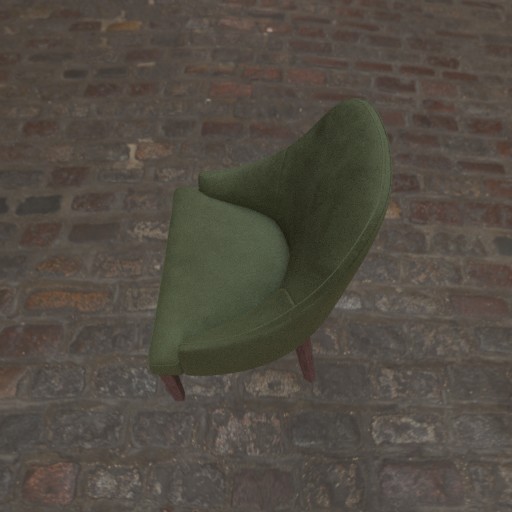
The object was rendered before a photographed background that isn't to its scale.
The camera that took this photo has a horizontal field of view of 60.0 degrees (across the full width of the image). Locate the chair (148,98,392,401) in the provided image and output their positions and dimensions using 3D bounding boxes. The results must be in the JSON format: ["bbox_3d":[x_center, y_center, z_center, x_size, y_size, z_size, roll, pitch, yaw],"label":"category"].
[{"bbox_3d":[0.000,0.000,1.297,0.575,0.889,0.643,1,57,1],"label":"chair"}]
